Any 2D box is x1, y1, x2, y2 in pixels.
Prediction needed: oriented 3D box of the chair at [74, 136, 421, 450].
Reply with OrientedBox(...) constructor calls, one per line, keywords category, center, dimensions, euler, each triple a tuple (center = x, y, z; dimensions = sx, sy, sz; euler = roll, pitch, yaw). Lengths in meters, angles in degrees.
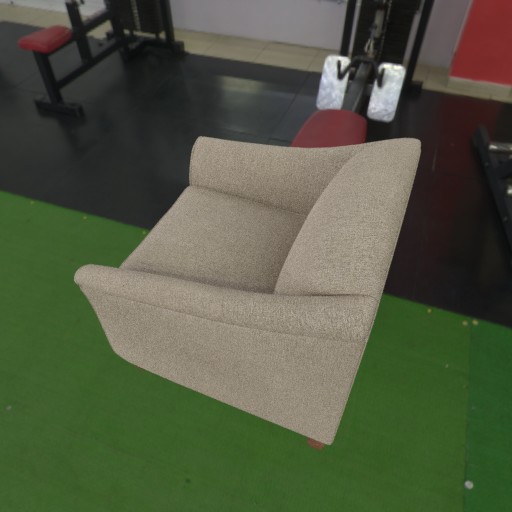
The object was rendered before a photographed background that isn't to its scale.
OrientedBox(category="chair", center=(0.000, 0.000, 1.418), dimensions=(0.787, 0.839, 0.763), euler=(17, 49, 15))
